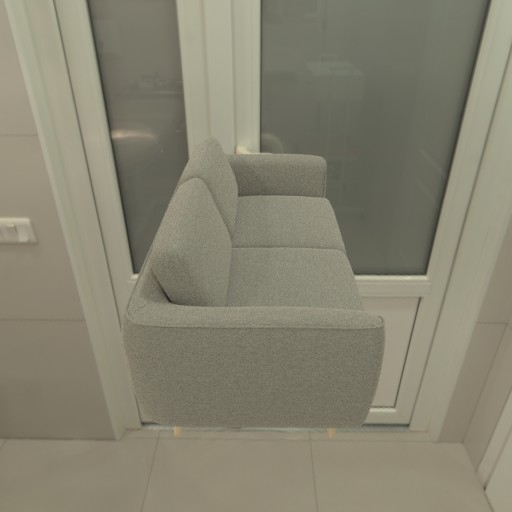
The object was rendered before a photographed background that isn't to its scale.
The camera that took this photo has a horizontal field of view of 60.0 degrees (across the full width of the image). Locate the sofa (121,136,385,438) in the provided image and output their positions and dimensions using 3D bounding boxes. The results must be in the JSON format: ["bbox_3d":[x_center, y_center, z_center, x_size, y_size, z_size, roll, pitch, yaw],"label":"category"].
[{"bbox_3d":[0.000,0.000,2.177,0.920,0.850,1.700,0,31,1],"label":"sofa"}]
